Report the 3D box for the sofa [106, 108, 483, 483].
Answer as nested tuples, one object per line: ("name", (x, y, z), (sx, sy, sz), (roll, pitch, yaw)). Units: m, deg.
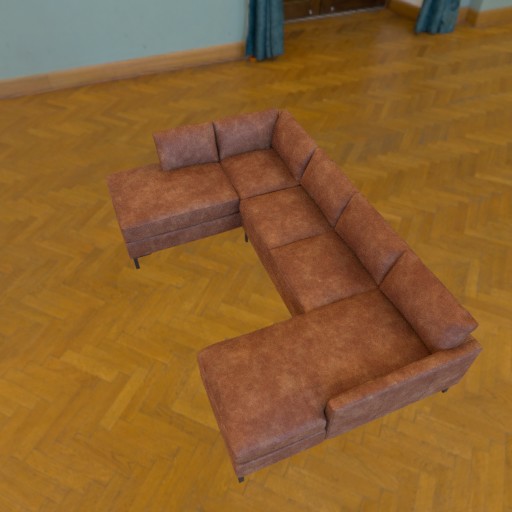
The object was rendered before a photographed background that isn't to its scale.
("sofa", (0.000, 0.000, 3.631), (1.939, 0.900, 2.956), (-17, 50, -15))
